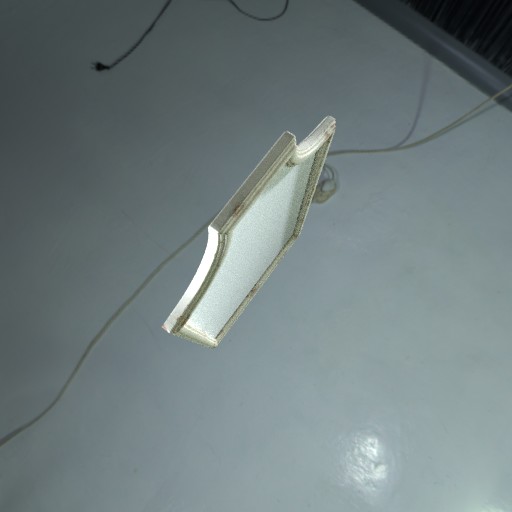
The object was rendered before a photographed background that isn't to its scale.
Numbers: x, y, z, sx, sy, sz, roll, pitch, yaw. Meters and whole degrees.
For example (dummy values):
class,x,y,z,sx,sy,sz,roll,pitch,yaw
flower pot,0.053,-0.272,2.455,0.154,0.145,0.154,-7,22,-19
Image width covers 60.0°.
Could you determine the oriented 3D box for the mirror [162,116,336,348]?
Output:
class,x,y,z,sx,sy,sz,roll,pitch,yaw
mirror,0.000,0.000,0.862,0.022,0.717,0.403,36,79,8
